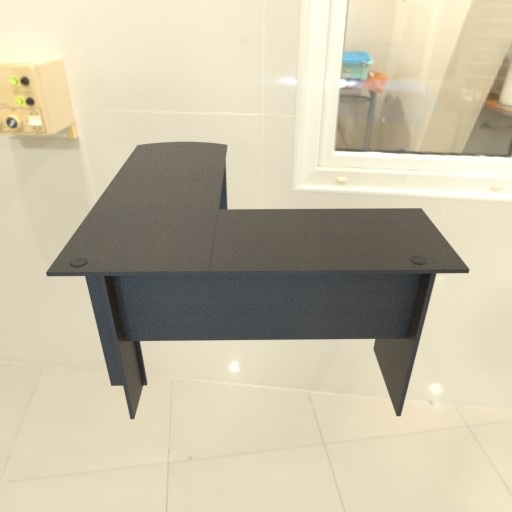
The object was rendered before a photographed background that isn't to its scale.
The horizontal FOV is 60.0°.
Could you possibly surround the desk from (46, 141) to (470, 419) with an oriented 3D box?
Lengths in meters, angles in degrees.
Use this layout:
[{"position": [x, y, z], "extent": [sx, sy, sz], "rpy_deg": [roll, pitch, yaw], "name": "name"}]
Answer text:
[{"position": [0.000, 0.000, 2.129], "extent": [1.303, 0.716, 1.361], "rpy_deg": [0, 31, -1], "name": "desk"}]
